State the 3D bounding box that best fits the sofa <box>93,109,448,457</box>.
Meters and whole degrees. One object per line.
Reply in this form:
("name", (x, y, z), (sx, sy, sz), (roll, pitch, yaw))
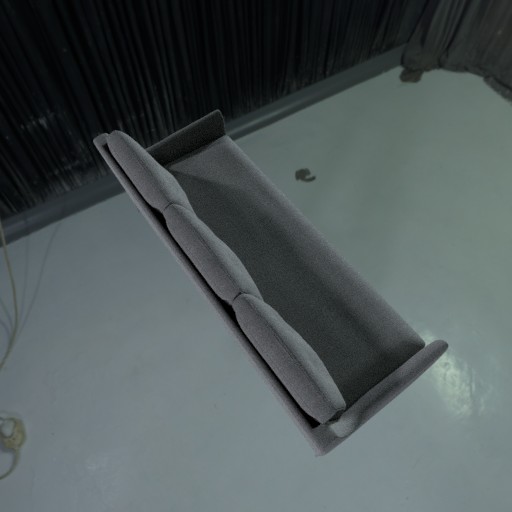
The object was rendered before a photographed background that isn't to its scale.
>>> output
("sofa", (0.000, 0.000, 2.520), (0.849, 0.837, 2.060), (-32, 64, -17))
